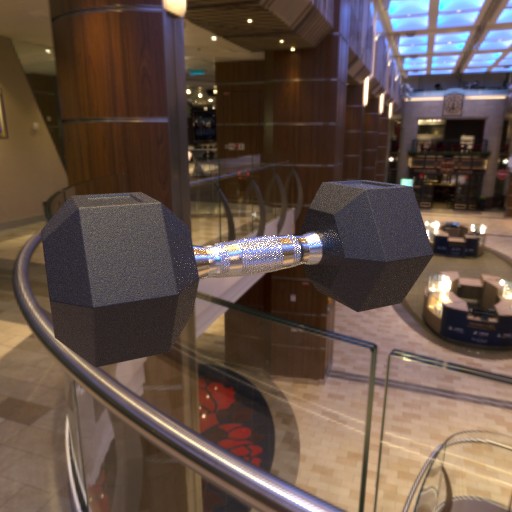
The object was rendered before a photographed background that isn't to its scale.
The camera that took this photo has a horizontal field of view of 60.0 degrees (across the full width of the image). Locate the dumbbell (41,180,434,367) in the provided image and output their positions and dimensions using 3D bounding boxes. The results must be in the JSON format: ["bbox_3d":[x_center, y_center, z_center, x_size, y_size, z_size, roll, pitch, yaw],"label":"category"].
[{"bbox_3d":[0.000,0.000,0.416,0.356,0.123,0.141,-7,17,-25],"label":"dumbbell"}]
